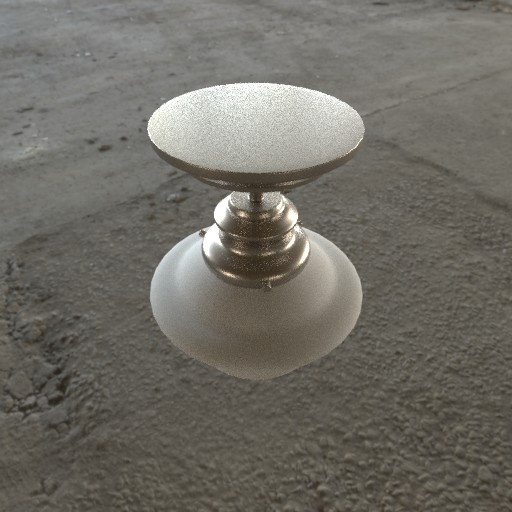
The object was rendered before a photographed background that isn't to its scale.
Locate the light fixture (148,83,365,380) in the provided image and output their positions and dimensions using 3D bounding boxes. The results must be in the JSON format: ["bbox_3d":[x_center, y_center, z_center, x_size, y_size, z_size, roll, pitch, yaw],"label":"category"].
[{"bbox_3d":[0.000,0.000,0.397,0.199,0.254,0.199,0,40,0],"label":"light fixture"}]
